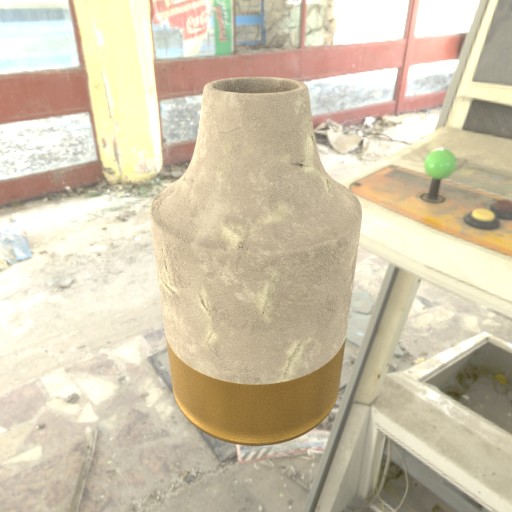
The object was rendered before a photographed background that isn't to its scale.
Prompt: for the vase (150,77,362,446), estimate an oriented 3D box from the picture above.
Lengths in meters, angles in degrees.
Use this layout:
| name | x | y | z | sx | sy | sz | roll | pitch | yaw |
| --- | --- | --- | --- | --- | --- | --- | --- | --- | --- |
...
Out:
| name | x | y | z | sx | sy | sz | roll | pitch | yaw |
| --- | --- | --- | --- | --- | --- | --- | --- | --- | --- |
| vase | 0.000 | 0.000 | 0.417 | 0.184 | 0.305 | 0.184 | 0 | 31 | 0 |
